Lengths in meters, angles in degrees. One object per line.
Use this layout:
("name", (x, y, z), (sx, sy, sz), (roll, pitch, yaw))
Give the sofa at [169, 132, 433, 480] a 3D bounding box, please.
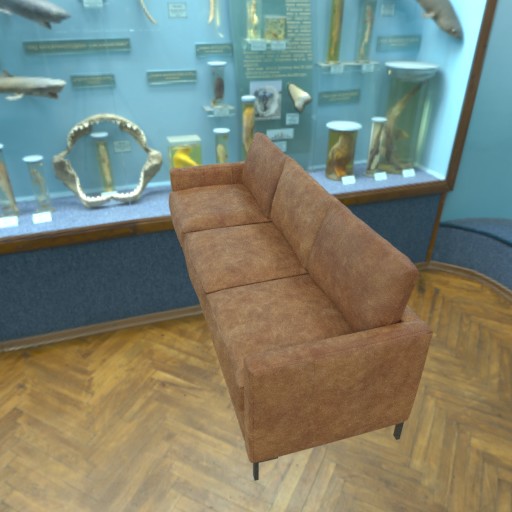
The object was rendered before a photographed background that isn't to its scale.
("sofa", (0.000, 0.000, 2.420), (0.748, 0.863, 2.029), (-9, 32, -14))
